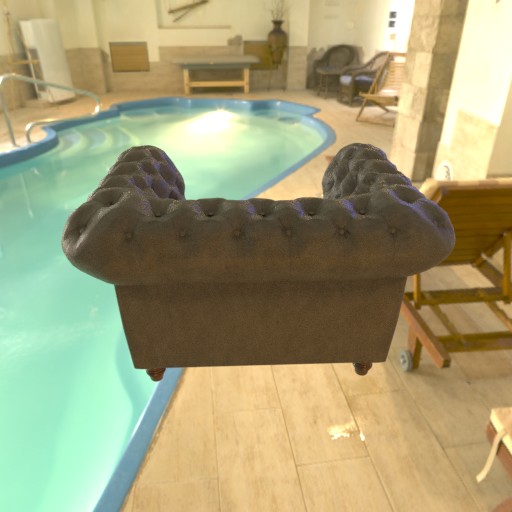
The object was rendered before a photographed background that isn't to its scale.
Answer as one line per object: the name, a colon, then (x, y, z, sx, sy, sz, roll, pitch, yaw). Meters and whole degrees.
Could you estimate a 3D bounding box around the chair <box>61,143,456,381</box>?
chair: (0.000, 0.000, 1.884, 1.298, 0.780, 0.943, -1, 29, -2)
